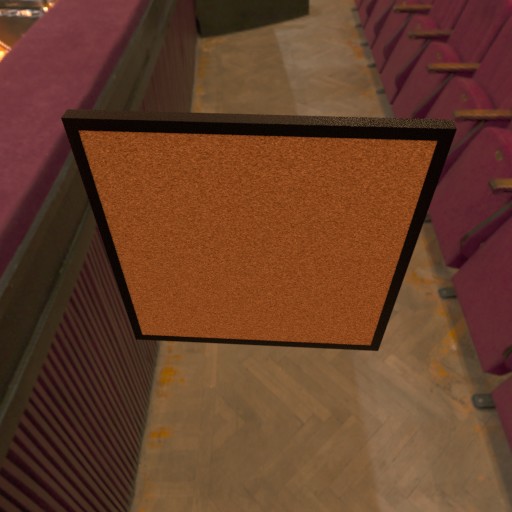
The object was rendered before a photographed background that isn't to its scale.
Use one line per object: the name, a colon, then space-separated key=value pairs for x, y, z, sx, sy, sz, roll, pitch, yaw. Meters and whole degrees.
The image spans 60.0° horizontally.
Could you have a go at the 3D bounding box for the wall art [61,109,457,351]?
wall art: x=0.000 y=0.000 z=1.126 sx=0.756 sy=0.755 sz=0.036 roll=2 pitch=45 yaw=2
